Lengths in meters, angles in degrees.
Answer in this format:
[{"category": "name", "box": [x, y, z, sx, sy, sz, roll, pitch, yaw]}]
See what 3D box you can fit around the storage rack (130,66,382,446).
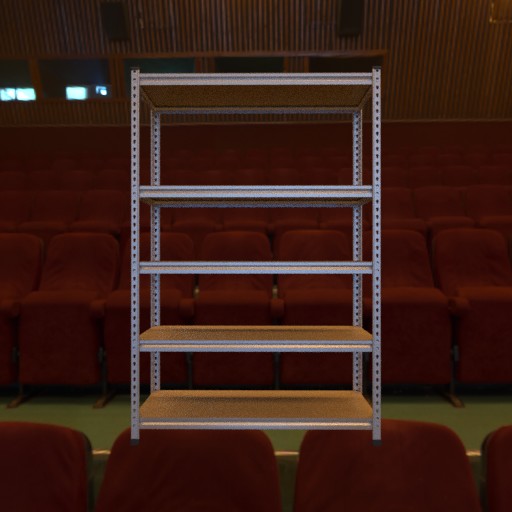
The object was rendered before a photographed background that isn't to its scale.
[{"category": "storage rack", "box": [0.000, 0.000, 2.366, 1.219, 1.829, 0.457, 0, 0, 0]}]
